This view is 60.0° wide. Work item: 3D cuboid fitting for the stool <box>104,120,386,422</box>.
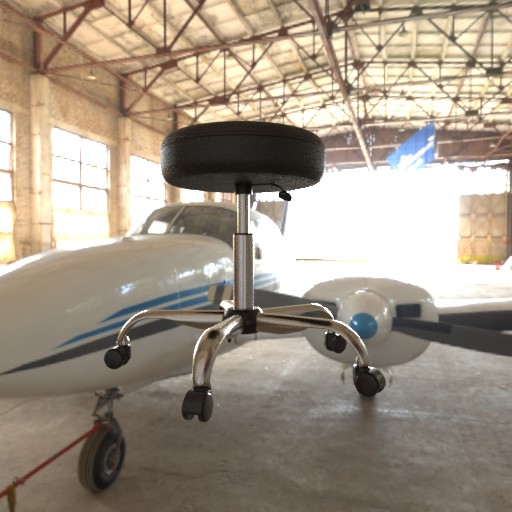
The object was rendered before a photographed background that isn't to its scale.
[{"bbox_3d":[0.000,0.000,1.130,0.638,0.576,0.673,-1,2,-36],"label":"stool"}]
